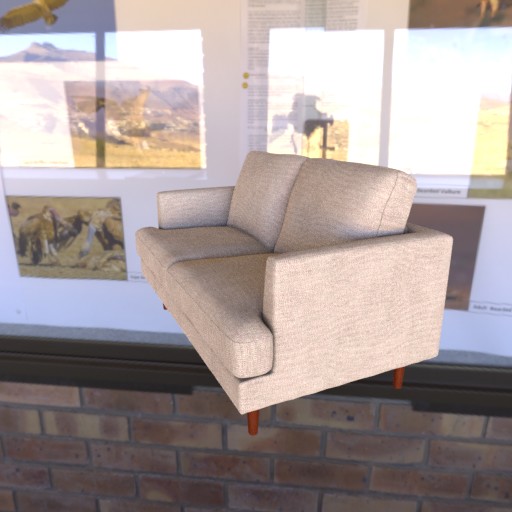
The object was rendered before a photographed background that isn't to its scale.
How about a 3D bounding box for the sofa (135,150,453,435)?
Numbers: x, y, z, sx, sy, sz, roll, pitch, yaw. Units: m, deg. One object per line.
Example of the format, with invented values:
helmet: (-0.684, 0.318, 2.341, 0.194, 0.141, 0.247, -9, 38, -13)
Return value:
sofa: (0.000, 0.000, 2.180, 0.903, 0.944, 1.582, -8, 19, -24)
